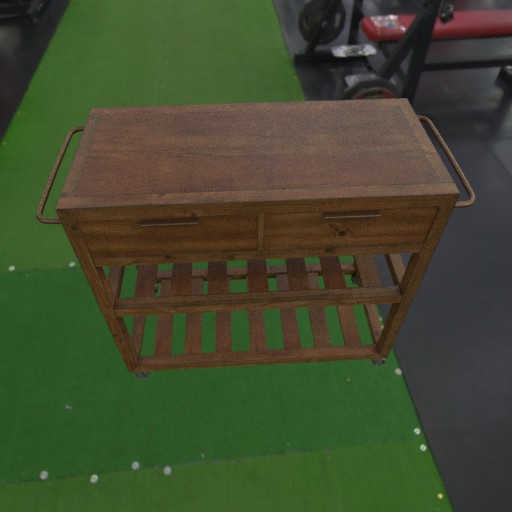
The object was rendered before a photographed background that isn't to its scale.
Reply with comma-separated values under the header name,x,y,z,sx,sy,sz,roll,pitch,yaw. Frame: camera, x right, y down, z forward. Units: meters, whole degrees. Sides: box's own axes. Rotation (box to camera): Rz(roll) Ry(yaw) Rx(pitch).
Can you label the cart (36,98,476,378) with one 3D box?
name,x,y,z,sx,sy,sz,roll,pitch,yaw
cart,0.000,0.000,1.442,1.065,0.830,0.445,-3,48,-2
